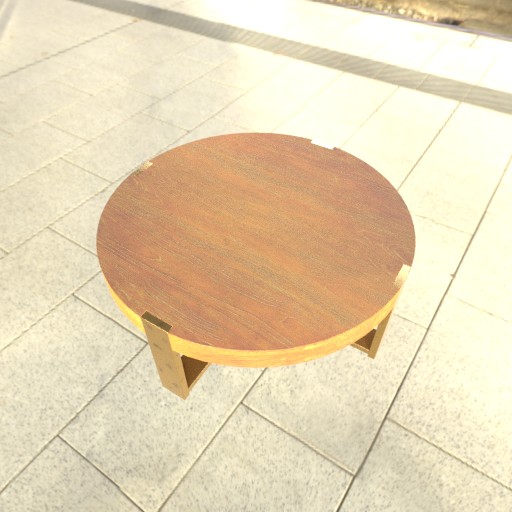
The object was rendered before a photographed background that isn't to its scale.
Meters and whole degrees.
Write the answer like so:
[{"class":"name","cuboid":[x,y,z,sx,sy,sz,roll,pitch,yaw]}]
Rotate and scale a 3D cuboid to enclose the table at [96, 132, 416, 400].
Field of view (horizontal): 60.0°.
[{"class":"table","cuboid":[0.000,0.000,1.730,1.100,0.420,1.100,0,47,0]}]
